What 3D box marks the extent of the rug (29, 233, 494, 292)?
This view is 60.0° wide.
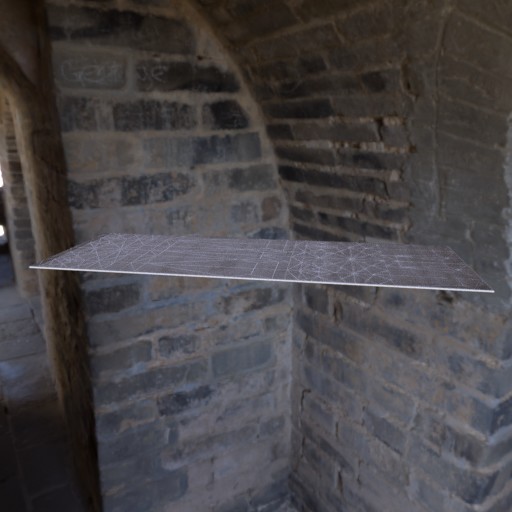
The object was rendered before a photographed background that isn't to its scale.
[{"bbox_3d":[0.000,0.000,2.658,2.388,0.012,0.864,3,16,9],"label":"rug"}]
